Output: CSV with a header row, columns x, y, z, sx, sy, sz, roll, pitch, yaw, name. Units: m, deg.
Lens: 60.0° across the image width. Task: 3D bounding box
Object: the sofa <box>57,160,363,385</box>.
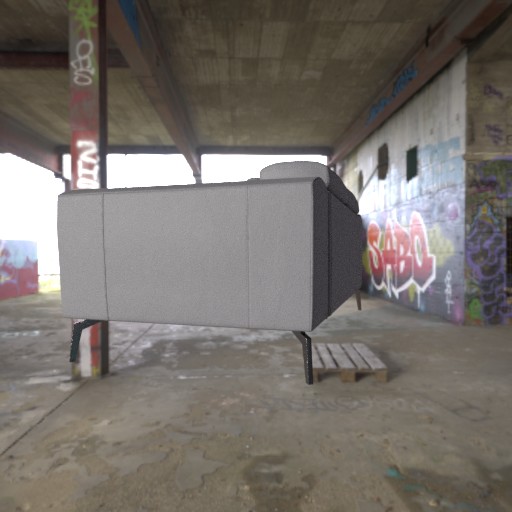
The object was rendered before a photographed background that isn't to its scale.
x,y,z,sx,sy,sz,roll,pitch,yaw,name
0.000,0.000,2.395,1.003,0.779,1.895,0,1,18,sofa
